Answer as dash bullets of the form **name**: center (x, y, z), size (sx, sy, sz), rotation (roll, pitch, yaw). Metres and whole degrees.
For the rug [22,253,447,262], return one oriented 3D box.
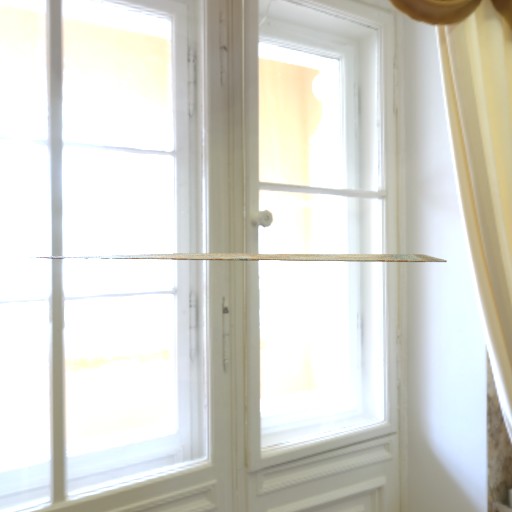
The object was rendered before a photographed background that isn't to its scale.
- **rug**: center (0.000, 0.000, 4.120), size (3.048, 0.010, 2.439), rotation (0, 1, 18)
